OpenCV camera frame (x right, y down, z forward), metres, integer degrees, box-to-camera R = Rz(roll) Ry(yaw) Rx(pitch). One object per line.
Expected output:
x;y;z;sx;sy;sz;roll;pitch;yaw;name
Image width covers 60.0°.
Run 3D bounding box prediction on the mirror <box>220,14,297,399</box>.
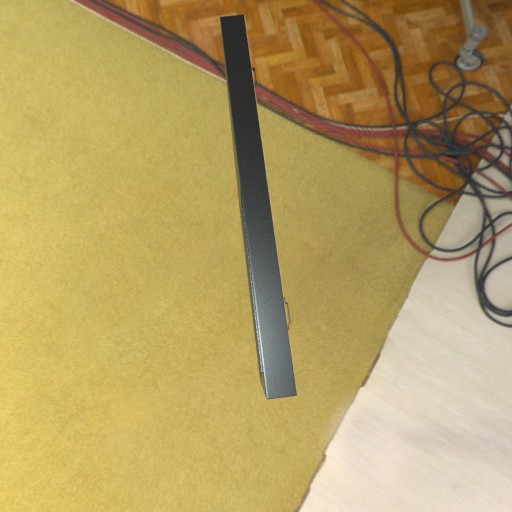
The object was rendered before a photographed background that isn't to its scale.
0.000;0.000;0.893;0.039;0.710;0.507;-7;76;-2;mirror
